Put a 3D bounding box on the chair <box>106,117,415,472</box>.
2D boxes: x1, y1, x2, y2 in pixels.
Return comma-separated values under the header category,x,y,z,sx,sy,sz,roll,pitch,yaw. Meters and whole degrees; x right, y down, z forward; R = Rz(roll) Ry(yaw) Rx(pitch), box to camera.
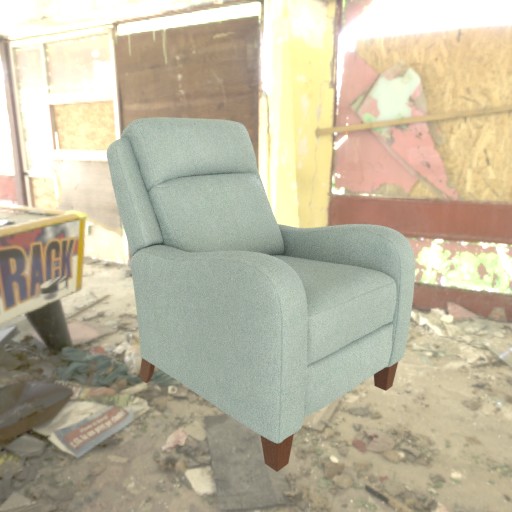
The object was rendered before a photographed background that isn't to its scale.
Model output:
category,x,y,z,sx,sy,sz,roll,pitch,yaw
chair,0.000,0.000,1.757,0.785,1.067,0.988,-14,20,-43
